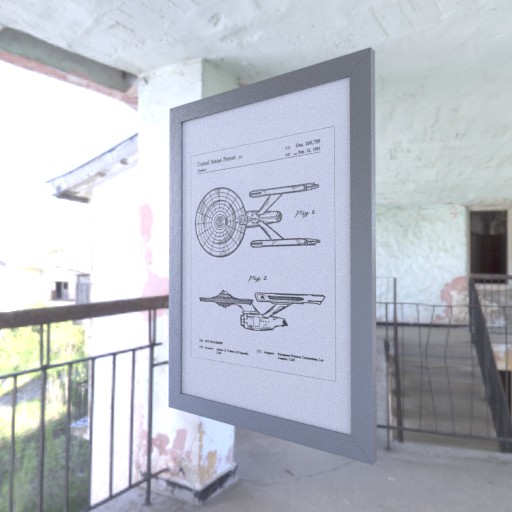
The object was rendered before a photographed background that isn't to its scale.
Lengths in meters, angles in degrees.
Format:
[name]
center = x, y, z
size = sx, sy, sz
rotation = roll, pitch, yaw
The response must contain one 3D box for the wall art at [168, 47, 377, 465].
[wall art]
center = 0.000, 0.000, 0.678
size = 0.376, 0.529, 0.013
rotation = -1, -1, 37
